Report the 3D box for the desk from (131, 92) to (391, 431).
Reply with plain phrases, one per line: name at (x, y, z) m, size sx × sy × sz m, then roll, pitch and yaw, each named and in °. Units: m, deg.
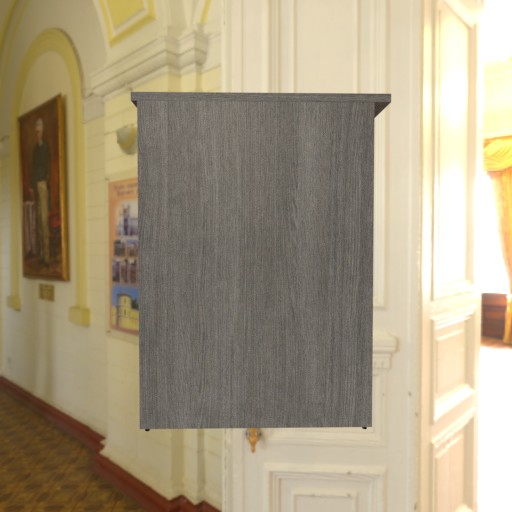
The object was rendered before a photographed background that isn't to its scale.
desk at (0.000, 0.000, 1.510) m, size 0.560 × 0.735 × 1.097 m, roll 0°, pitch 2°, yaw -1°
